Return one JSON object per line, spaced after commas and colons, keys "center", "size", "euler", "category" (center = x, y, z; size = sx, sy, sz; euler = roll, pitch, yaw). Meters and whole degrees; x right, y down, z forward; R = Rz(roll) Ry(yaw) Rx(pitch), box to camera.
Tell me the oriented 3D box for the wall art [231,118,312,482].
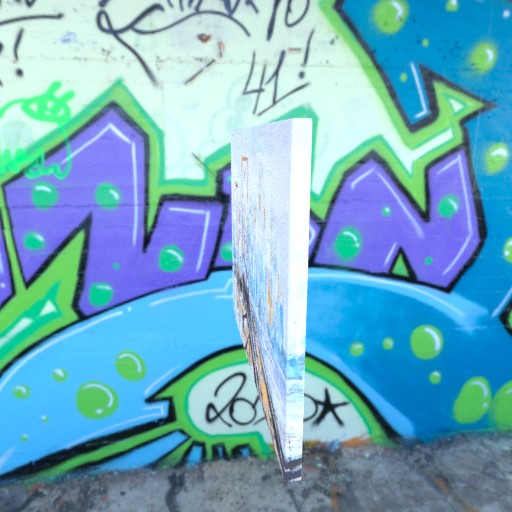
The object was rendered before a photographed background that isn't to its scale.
{"center": [0.000, 0.000, 1.359], "size": [0.038, 0.762, 1.016], "euler": [-2, 15, -9], "category": "wall art"}
